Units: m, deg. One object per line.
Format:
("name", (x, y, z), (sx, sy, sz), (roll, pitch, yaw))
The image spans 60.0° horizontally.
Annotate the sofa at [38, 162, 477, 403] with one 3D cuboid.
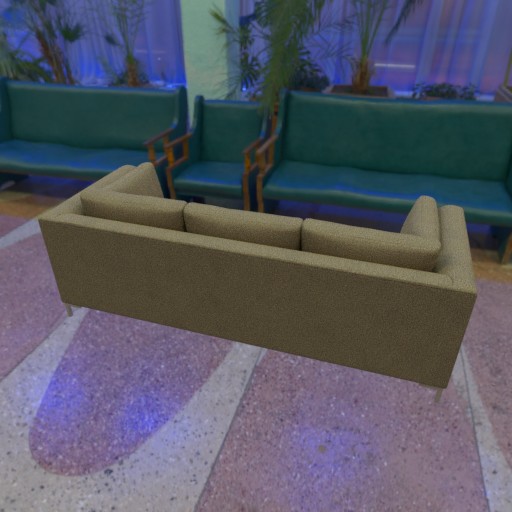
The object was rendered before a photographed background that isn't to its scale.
("sofa", (0.000, 0.000, 2.862), (2.415, 0.867, 0.969), (10, 33, 15))
